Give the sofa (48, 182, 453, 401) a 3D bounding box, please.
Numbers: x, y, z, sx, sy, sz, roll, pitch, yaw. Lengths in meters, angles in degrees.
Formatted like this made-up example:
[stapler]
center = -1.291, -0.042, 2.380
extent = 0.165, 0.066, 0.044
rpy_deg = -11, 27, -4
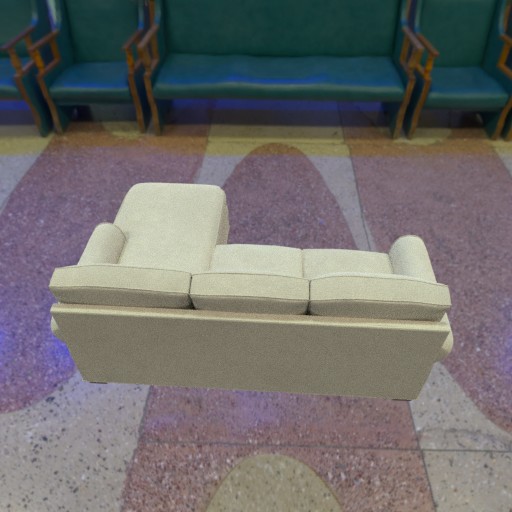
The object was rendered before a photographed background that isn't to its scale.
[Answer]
[sofa]
center = 0.000, 0.000, 2.367
extent = 1.770, 0.734, 1.226
rpy_deg = 2, 45, 3
